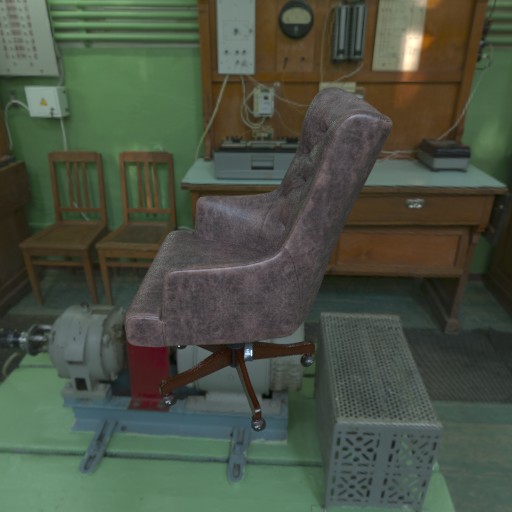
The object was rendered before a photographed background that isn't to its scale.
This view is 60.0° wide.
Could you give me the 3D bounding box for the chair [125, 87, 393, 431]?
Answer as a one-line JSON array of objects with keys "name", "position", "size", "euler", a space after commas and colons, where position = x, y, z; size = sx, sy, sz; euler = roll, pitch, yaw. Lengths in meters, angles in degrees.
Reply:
[{"name": "chair", "position": [0.000, 0.000, 1.516], "size": [0.762, 1.035, 0.641], "euler": [1, 26, 1]}]
